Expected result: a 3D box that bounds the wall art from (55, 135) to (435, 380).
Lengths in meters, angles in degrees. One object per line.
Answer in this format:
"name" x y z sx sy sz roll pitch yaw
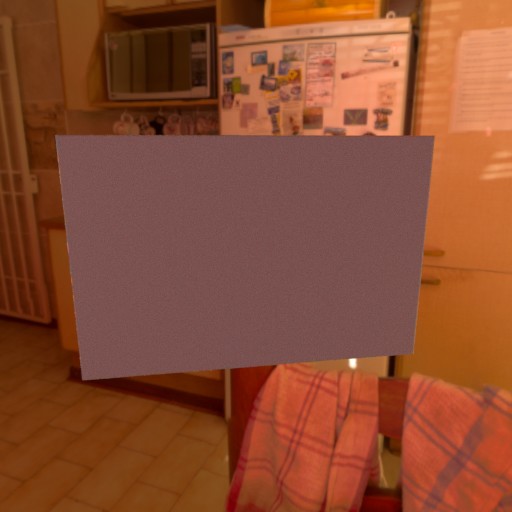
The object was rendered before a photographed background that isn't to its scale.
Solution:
"wall art" 0.000 0.000 0.774 0.610 0.406 0.037 -2 15 -9
